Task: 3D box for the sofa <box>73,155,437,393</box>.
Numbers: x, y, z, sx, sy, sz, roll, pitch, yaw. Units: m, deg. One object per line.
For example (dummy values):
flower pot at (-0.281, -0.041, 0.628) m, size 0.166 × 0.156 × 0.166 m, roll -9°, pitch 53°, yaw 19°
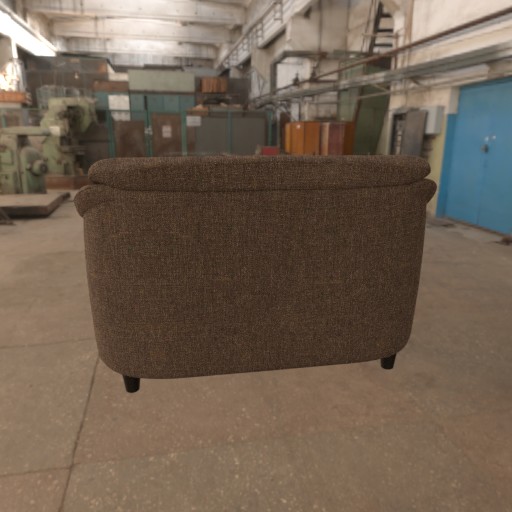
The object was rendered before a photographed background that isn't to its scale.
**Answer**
sofa at (0.000, 0.000, 1.939) m, size 1.404 × 0.895 × 0.799 m, roll -3°, pitch 16°, yaw -9°
